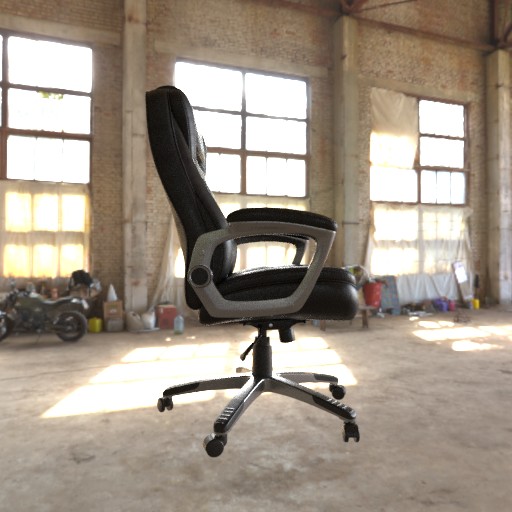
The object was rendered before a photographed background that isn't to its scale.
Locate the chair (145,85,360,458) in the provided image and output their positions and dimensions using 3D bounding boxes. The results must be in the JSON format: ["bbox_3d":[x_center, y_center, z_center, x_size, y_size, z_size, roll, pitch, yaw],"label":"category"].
[{"bbox_3d":[0.000,0.000,1.521,0.689,1.075,0.697,0,0,-1],"label":"chair"}]
